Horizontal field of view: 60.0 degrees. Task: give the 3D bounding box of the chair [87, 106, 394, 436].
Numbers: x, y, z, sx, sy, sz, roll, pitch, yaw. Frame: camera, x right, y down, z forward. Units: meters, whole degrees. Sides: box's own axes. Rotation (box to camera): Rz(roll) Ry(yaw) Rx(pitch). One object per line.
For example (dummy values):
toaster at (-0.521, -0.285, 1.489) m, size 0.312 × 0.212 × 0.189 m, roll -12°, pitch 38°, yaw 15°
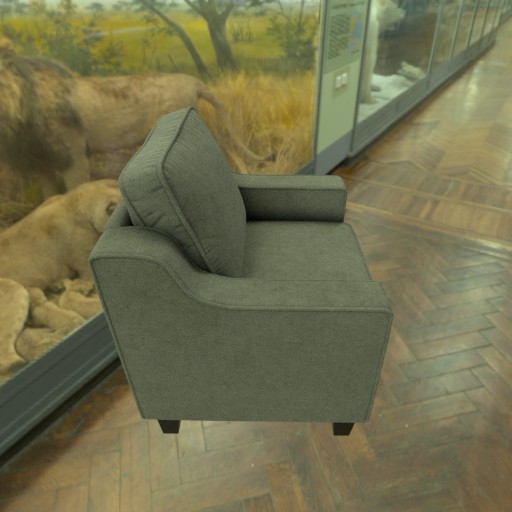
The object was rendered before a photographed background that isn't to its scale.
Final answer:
chair at (0.000, 0.000, 1.640) m, size 0.840 × 0.944 × 0.926 m, roll 0°, pitch 33°, yaw 1°
